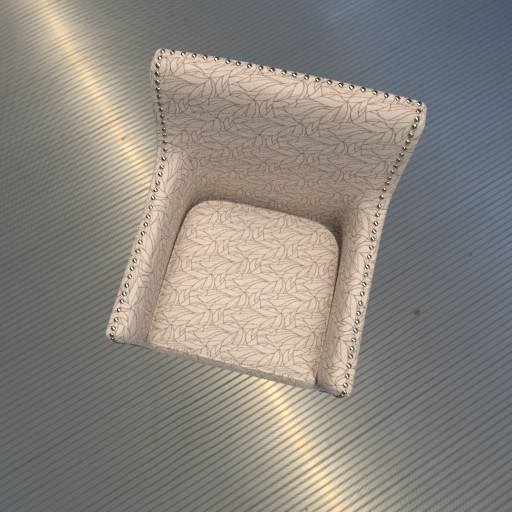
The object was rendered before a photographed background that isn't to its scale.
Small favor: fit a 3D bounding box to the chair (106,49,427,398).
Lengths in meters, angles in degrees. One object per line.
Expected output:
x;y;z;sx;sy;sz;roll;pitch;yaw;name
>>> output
0.000;0.000;1.262;0.623;0.816;0.651;13;76;3;chair
